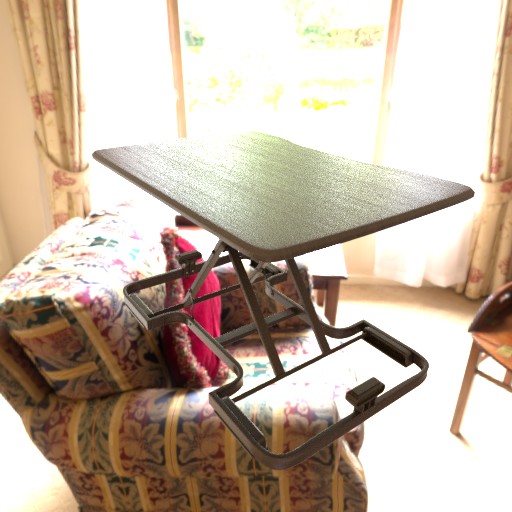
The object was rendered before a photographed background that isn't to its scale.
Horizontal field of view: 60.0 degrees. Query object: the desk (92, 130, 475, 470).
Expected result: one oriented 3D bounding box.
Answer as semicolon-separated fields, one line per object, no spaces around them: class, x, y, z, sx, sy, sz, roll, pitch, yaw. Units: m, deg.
desk;0.000;0.000;1.144;0.546;0.470;0.820;-17;31;-31
